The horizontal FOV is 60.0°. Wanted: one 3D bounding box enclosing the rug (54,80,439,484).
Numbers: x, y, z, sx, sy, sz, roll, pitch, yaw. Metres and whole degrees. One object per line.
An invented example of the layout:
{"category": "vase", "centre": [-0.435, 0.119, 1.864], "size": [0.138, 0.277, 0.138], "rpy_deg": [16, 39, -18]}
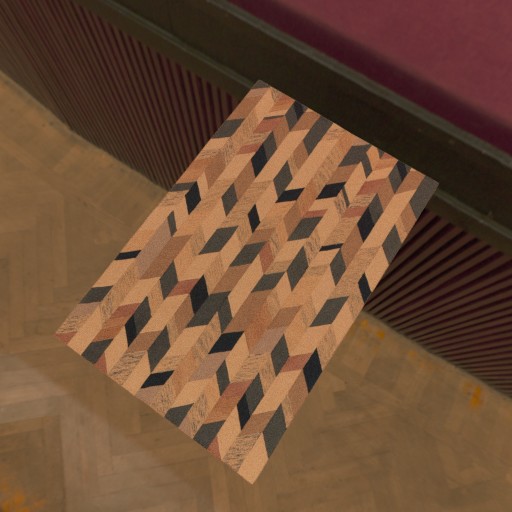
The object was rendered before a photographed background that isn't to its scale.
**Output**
{"category": "rug", "centre": [0.000, 0.000, 2.315], "size": [1.202, 0.006, 1.813], "rpy_deg": [33, 77, 9]}
